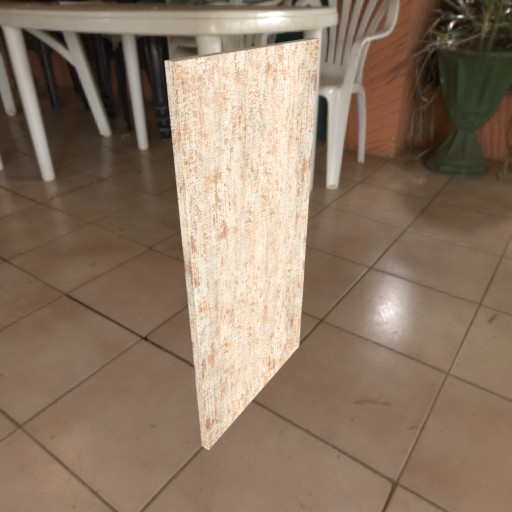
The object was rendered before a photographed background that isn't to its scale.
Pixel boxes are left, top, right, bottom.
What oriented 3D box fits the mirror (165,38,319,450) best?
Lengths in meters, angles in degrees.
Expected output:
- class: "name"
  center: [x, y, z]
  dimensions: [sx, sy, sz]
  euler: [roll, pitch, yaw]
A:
- class: "mirror"
  center: [0.000, 0.000, 1.078]
  dimensions: [0.027, 0.922, 0.472]
  euler: [19, 36, 29]
